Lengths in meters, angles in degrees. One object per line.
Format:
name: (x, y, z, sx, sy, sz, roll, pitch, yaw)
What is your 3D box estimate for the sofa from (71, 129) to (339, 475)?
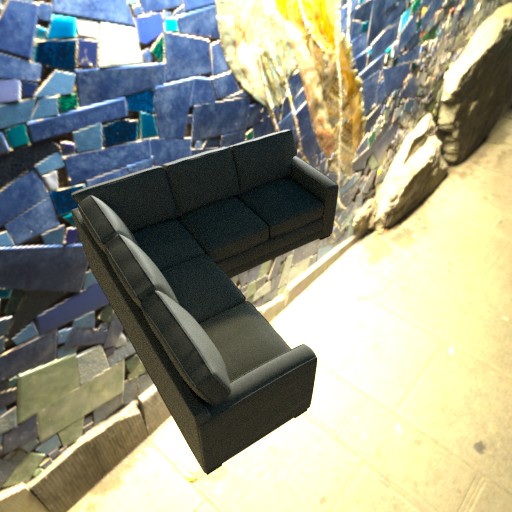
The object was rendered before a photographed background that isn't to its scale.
sofa: (0.000, 0.000, 3.523, 2.211, 0.936, 2.188, -24, 47, -25)
